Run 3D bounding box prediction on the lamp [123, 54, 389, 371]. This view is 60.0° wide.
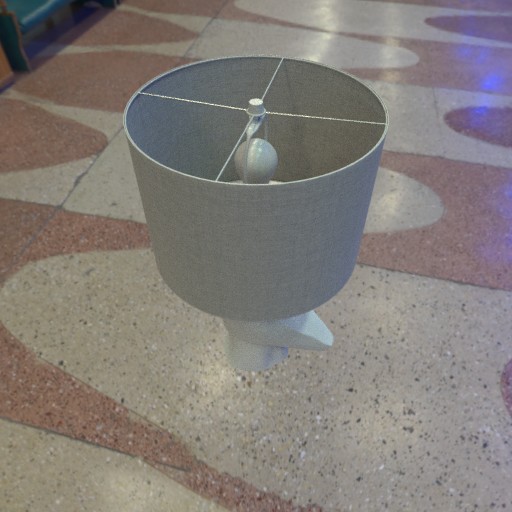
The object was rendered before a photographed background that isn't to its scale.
[{"bbox_3d":[0.000,0.000,0.685,0.298,0.503,0.298,11,47,10],"label":"lamp"}]
